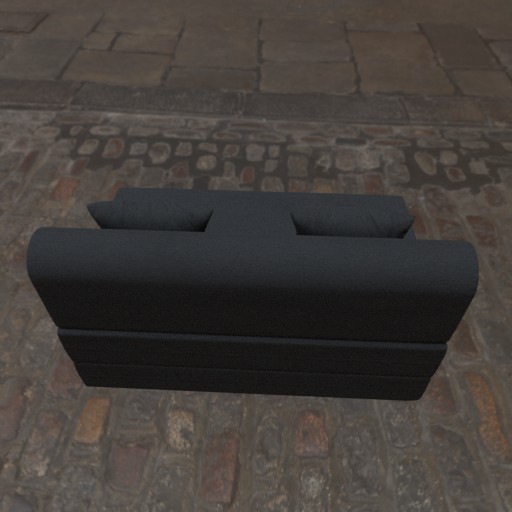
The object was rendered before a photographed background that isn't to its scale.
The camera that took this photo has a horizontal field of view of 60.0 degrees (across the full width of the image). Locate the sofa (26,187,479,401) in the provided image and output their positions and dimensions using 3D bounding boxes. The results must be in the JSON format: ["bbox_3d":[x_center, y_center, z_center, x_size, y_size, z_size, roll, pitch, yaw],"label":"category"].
[{"bbox_3d":[0.000,0.000,1.638,1.225,0.670,0.762,2,46,2],"label":"sofa"}]
